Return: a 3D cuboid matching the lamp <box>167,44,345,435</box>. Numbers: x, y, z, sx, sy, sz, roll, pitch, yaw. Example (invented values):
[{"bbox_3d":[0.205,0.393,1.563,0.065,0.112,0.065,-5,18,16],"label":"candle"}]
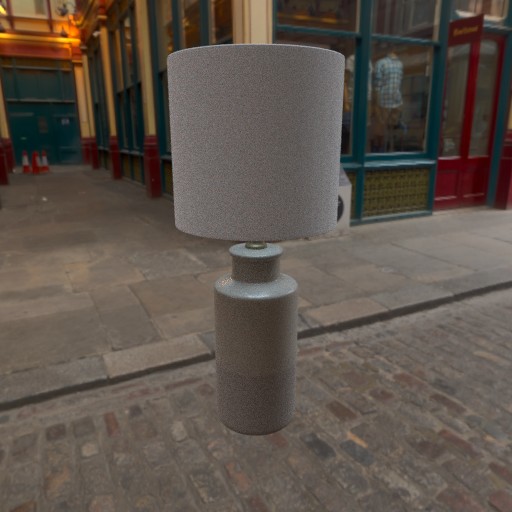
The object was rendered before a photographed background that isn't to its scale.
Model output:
[{"bbox_3d":[0.000,0.000,0.604,0.212,0.493,0.212,-8,18,-27],"label":"lamp"}]
